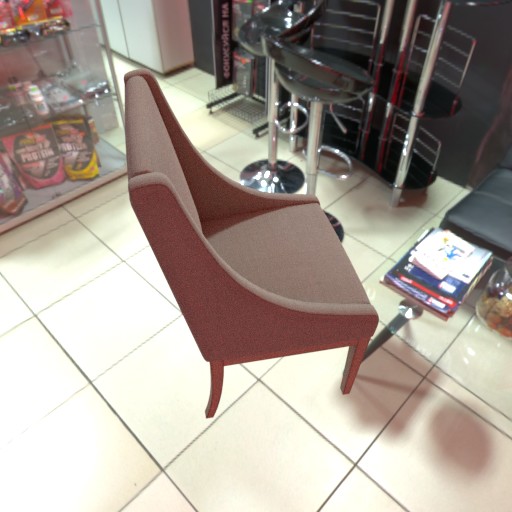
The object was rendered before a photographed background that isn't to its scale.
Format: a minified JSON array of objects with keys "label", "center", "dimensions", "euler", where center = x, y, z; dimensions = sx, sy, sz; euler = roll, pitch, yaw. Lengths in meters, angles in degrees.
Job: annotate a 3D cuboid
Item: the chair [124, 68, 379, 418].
[{"label":"chair","center":[0.000,0.000,1.395],"dimensions":[0.611,1.021,0.575],"euler":[-9,46,-9]}]
